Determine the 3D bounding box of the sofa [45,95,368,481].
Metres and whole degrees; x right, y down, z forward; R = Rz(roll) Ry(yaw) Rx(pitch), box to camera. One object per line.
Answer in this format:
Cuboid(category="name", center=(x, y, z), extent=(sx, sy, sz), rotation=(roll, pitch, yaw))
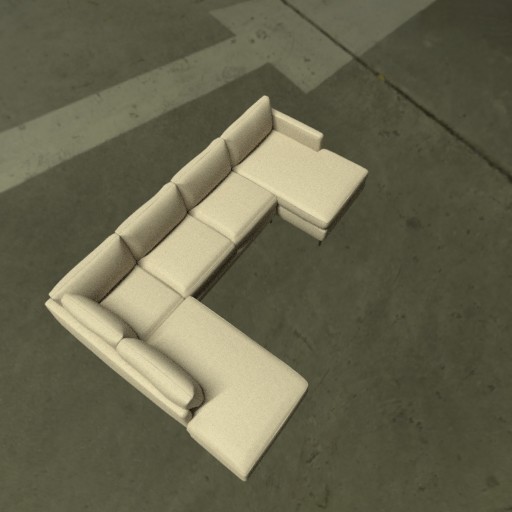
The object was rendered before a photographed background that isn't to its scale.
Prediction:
Cuboid(category="sofa", center=(0.000, 0.000, 3.644), extent=(1.879, 0.756, 2.737), rotation=(33, 64, 18))
